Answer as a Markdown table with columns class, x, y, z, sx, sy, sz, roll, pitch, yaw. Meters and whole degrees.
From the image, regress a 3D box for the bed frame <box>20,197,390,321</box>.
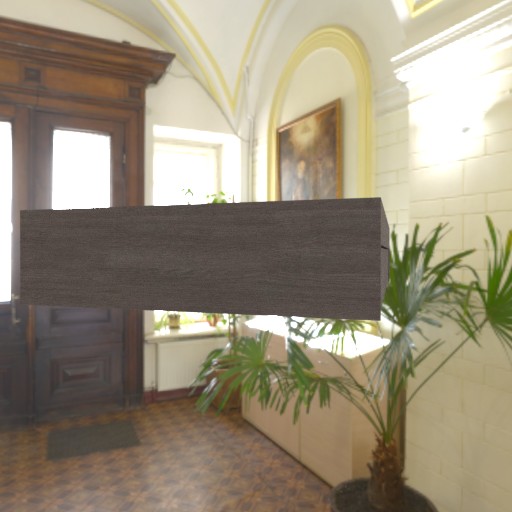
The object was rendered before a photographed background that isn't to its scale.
| class | x | y | z | sx | sy | sz | roll | pitch | yaw |
| --- | --- | --- | --- | --- | --- | --- | --- | --- | --- |
| bed frame | 0.000 | 0.000 | 2.557 | 1.448 | 0.459 | 1.944 | 0 | 1 | 18 |
